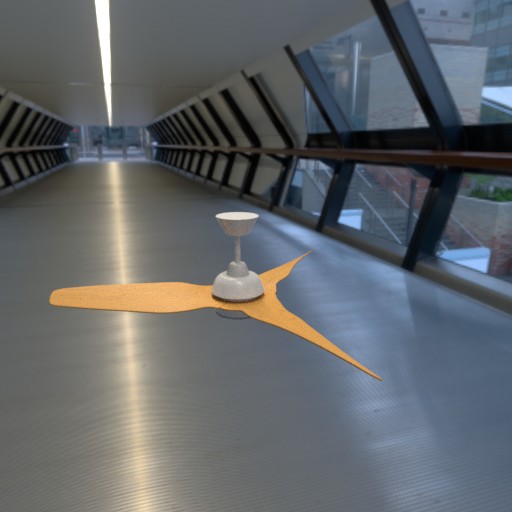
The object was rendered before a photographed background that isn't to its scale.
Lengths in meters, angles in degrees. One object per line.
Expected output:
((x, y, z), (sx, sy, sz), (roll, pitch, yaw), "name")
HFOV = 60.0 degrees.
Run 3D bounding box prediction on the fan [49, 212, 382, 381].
((0.000, 0.000, 1.664), (1.142, 0.355, 1.010), (8, 17, 26), "fan")
